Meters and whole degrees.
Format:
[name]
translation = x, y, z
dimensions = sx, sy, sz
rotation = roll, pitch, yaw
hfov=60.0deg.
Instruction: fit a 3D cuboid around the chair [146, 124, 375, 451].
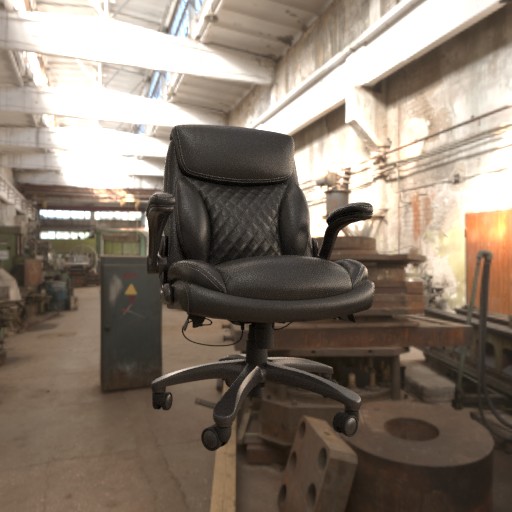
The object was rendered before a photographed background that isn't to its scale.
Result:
[chair]
translation = 0.000, 0.000, 1.619
dimensions = 0.782, 1.110, 0.724
rotation = 0, -1, -18
